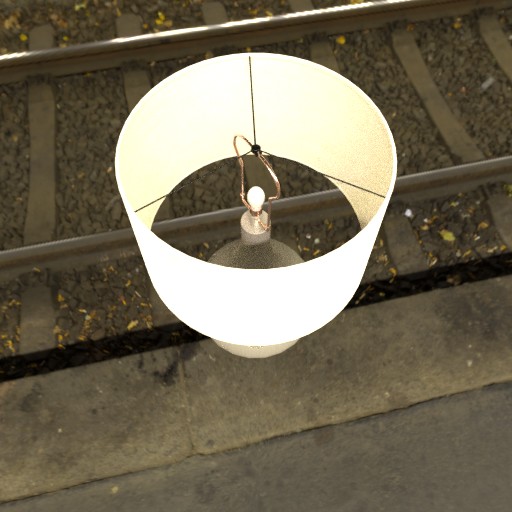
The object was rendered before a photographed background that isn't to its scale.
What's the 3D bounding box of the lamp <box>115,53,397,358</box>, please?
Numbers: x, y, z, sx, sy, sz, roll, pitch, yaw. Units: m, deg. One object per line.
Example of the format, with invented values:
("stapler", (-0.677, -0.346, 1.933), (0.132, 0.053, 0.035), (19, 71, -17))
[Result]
("lamp", (0.000, 0.000, 0.717), (0.330, 0.521, 0.330), (0, 63, 0))
